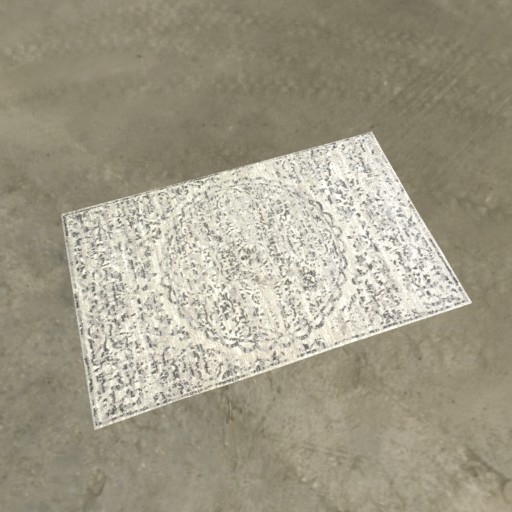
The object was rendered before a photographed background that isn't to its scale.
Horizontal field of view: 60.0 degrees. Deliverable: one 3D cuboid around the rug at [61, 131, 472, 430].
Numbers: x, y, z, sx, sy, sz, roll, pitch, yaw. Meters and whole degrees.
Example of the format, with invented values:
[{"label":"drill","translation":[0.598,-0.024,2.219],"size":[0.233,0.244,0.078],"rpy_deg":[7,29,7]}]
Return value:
[{"label":"rug","translation":[0.000,0.000,3.026],"size":[2.447,0.021,1.527],"rpy_deg":[-16,64,-8]}]
